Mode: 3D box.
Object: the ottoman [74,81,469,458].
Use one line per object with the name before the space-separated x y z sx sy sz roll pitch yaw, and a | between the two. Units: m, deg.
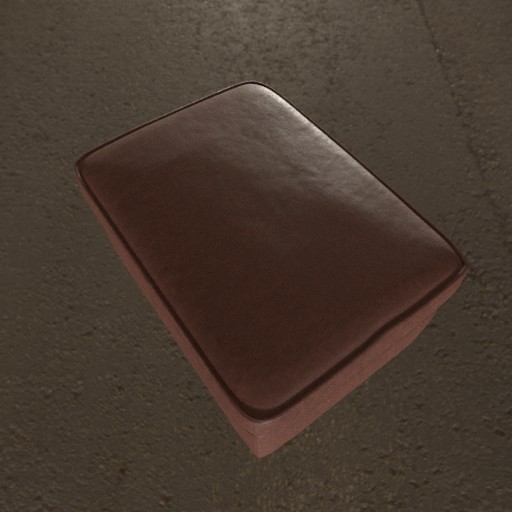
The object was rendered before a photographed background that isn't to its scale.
ottoman | 0.000 0.000 1.085 0.548 0.449 0.749 -32 62 -19
